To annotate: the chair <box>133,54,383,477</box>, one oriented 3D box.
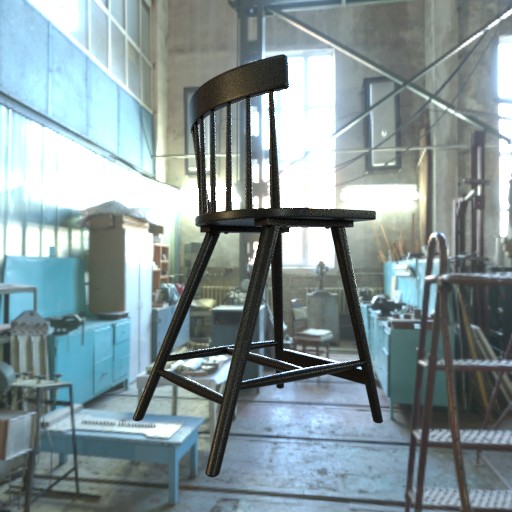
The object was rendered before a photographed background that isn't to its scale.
[{"bbox_3d":[0.000,0.000,1.286,0.572,0.952,0.483,1,-1,-37],"label":"chair"}]
